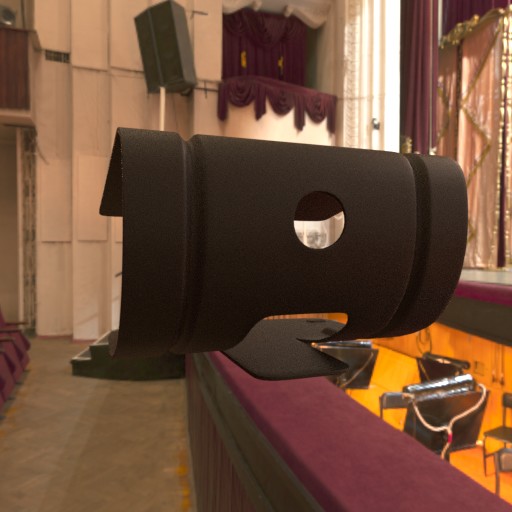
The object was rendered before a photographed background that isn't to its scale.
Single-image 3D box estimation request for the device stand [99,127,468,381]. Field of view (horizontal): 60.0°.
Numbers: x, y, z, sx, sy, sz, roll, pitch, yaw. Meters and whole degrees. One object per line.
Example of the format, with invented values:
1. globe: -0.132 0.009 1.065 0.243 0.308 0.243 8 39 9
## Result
1. device stand: 0.000 0.000 0.385 0.256 0.155 0.236 0 1 -20
